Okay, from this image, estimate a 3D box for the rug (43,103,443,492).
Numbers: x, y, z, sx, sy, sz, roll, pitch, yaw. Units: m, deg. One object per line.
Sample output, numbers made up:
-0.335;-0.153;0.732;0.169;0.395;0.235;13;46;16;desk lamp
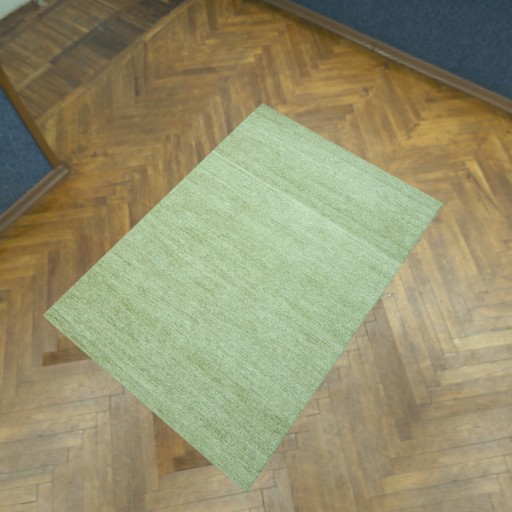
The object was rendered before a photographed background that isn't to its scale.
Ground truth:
0.000;0.000;2.944;1.606;0.017;2.270;34;68;16;rug
